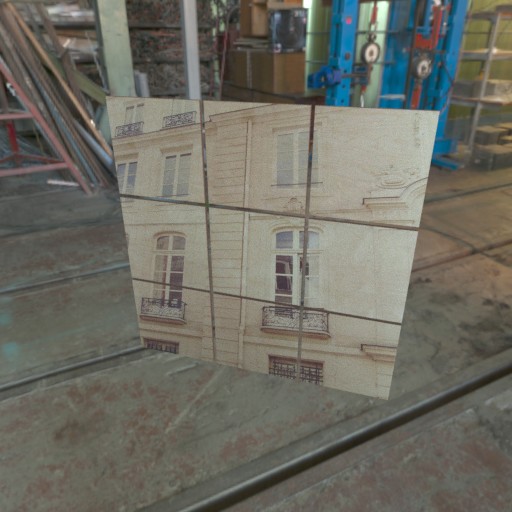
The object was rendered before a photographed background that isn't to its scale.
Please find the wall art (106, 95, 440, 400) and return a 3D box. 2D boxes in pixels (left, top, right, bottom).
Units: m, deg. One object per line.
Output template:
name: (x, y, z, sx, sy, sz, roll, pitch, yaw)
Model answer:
wall art: (0.000, 0.000, 1.844, 1.221, 1.218, 0.024, 8, 28, 16)
